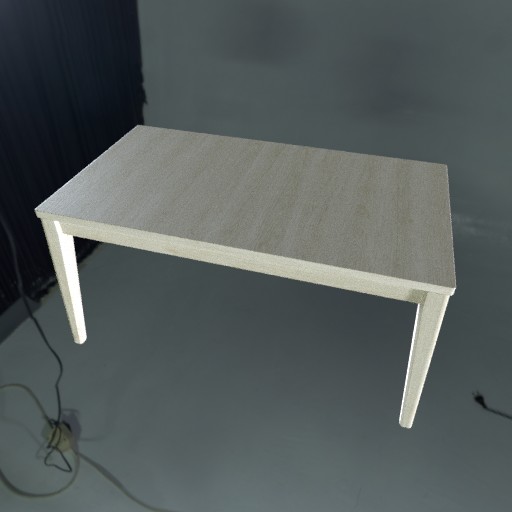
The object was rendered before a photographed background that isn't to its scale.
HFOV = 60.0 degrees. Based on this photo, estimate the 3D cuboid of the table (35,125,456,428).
[{"bbox_3d":[0.000,0.000,2.090,1.600,0.760,0.900,11,41,13],"label":"table"}]
